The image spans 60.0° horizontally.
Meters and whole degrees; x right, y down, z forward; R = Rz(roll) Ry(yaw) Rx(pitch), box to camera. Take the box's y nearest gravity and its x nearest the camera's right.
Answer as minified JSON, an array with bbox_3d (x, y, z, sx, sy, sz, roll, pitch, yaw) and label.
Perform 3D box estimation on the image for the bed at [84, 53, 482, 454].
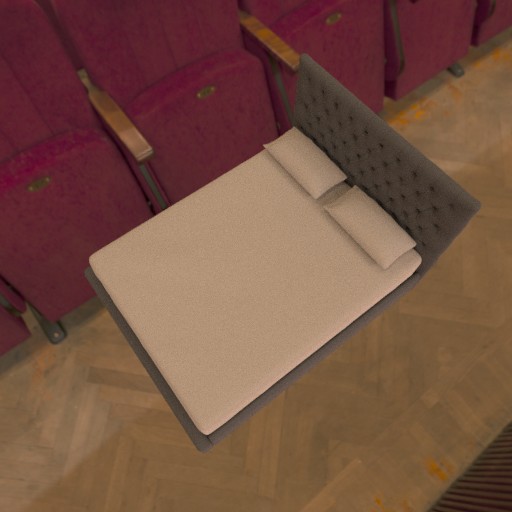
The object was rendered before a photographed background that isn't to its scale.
[{"bbox_3d":[0.000,0.000,3.315,2.231,1.427,1.698,-34,69,-16],"label":"bed"}]
